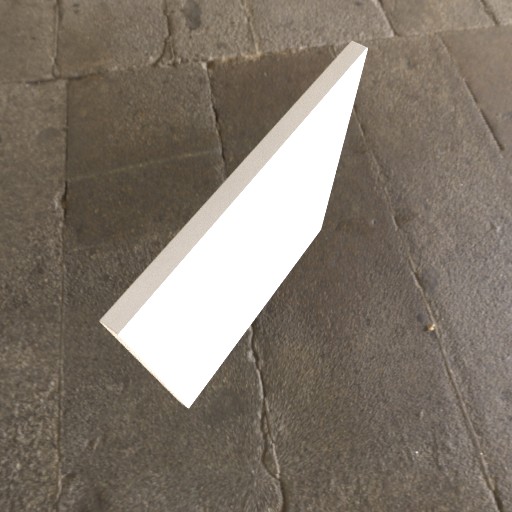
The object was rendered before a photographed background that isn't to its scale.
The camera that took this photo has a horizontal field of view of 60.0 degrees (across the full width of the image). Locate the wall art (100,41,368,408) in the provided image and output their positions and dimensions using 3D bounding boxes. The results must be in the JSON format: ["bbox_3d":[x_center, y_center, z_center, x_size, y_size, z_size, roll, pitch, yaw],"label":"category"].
[{"bbox_3d":[0.000,0.000,1.140,0.040,0.762,0.762,32,68,15],"label":"wall art"}]
